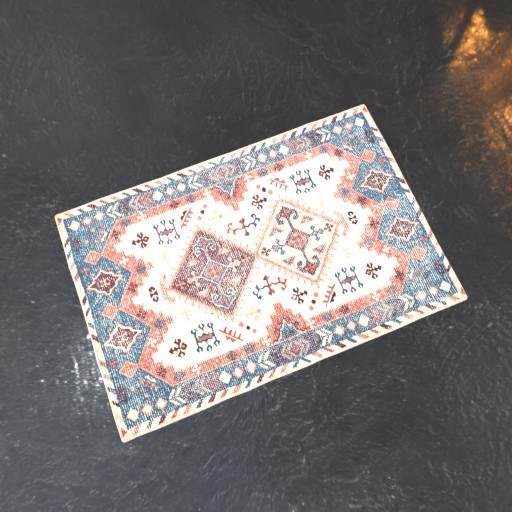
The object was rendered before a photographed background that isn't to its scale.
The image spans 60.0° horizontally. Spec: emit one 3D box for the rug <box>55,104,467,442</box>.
[{"bbox_3d":[0.000,0.000,2.308,1.840,0.015,1.225,-21,76,-6],"label":"rug"}]
